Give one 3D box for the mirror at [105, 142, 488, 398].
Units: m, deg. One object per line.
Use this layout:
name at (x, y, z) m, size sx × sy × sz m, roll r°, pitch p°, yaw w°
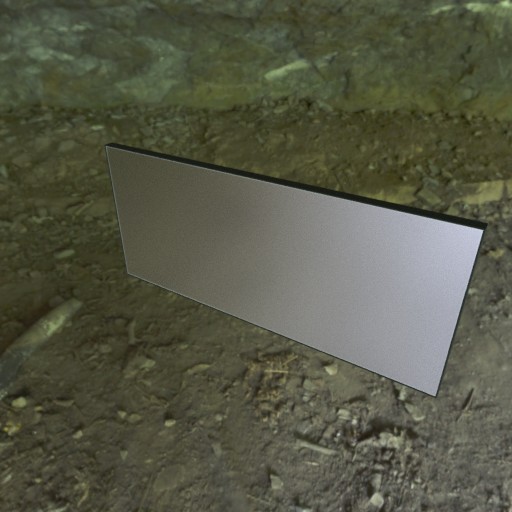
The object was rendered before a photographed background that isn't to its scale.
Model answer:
mirror at (0.000, 0.000, 1.822) m, size 1.584 × 0.692 × 0.047 m, roll 18°, pitch 35°, yaw 27°
